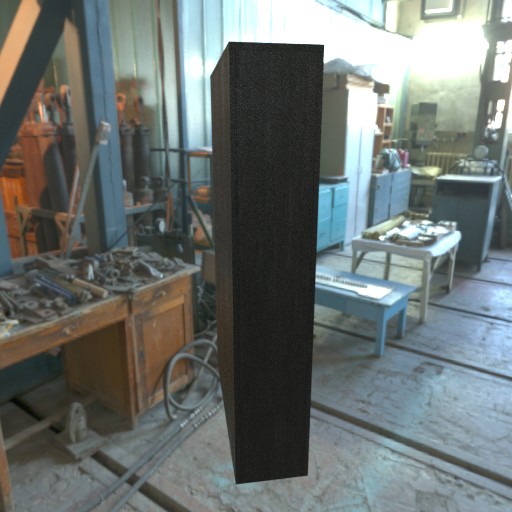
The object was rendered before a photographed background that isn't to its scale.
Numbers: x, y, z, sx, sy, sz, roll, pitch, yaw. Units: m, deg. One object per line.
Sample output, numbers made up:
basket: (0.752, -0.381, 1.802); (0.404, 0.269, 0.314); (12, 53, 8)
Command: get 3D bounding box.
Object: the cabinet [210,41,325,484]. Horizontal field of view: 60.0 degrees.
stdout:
cabinet: (0.000, 0.000, 1.598); (0.250, 1.280, 0.750); (-3, 16, -9)
